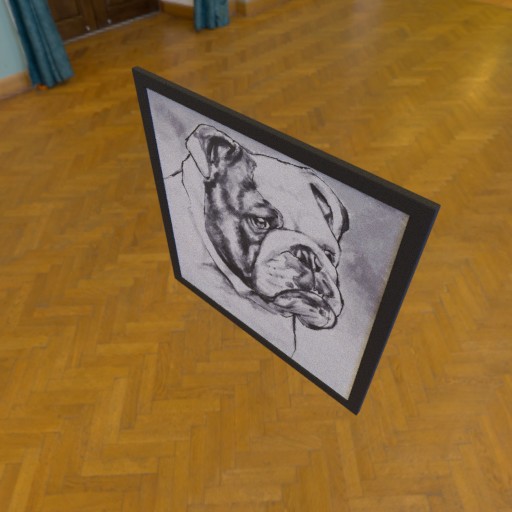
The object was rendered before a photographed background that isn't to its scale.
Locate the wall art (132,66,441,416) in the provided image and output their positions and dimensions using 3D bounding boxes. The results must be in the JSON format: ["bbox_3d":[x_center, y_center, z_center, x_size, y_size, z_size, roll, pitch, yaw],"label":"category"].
[{"bbox_3d":[0.000,0.000,0.841,0.562,0.558,0.012,33,55,27],"label":"wall art"}]
